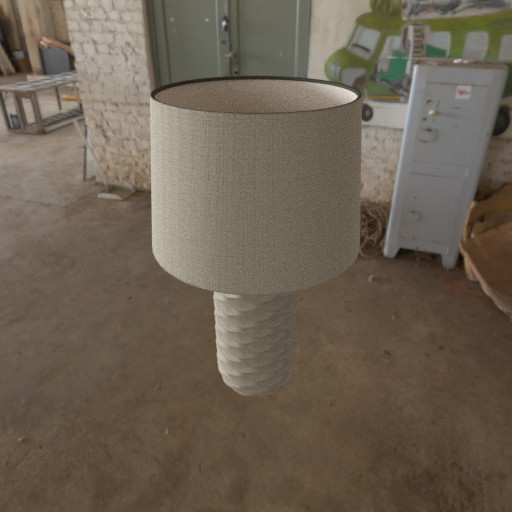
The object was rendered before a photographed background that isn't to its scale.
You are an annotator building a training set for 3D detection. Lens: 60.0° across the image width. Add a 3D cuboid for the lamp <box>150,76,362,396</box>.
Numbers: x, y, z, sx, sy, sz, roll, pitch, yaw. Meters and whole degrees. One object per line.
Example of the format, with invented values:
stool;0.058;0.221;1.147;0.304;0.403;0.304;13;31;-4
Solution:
lamp;0.000;0.000;0.839;0.376;0.594;0.376;0;30;0
